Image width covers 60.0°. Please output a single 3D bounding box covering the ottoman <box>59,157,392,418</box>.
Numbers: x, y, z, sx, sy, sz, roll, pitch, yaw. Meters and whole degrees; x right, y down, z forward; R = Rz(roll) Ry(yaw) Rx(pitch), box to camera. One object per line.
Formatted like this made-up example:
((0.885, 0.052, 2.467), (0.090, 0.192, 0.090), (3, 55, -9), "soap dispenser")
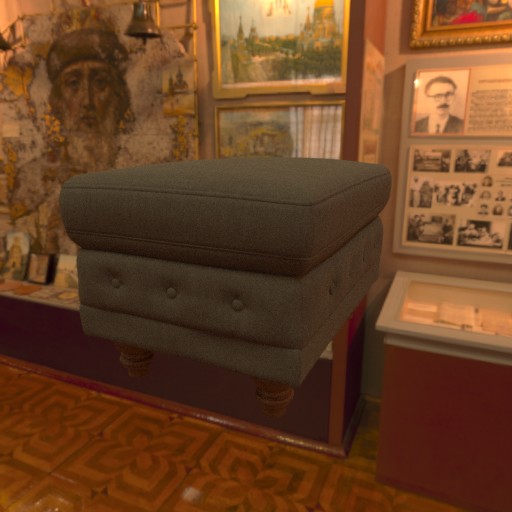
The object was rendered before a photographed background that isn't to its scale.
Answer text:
((0.000, 0.000, 1.172), (0.569, 0.500, 0.771), (7, 16, 25), "ottoman")
